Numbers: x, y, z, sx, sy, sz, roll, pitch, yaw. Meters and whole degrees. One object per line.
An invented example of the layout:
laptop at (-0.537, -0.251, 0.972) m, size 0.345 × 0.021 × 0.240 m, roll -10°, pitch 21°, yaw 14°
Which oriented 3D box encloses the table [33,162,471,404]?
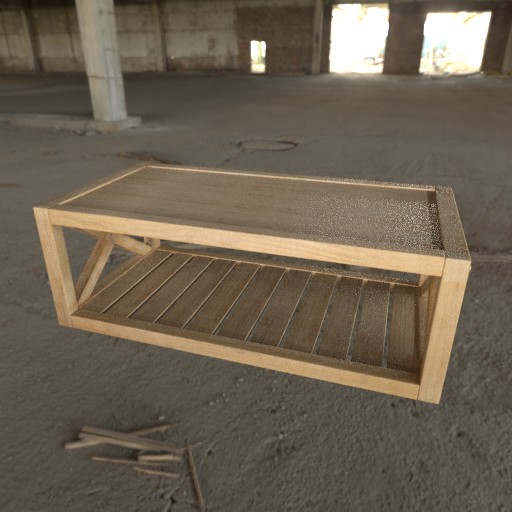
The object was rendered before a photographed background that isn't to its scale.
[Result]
table at (0.000, 0.000, 1.634) m, size 1.321 × 0.457 × 0.660 m, roll 8°, pitch 26°, yaw 16°
